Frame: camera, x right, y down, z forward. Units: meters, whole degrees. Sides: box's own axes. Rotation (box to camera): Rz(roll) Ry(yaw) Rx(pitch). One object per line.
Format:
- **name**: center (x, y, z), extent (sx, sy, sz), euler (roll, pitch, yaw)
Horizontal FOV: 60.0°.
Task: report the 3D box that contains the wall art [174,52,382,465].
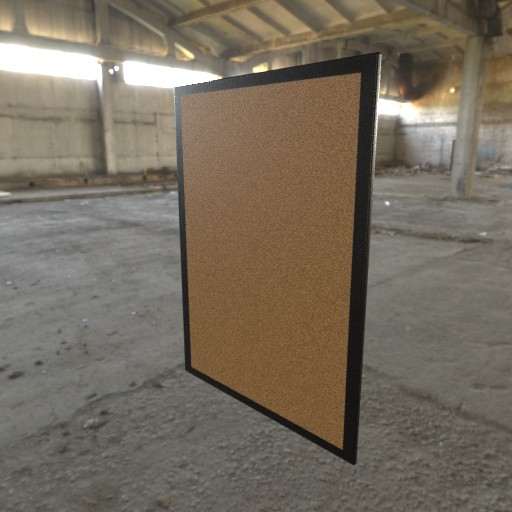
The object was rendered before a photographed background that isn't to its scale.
- **wall art**: center (0.000, 0.000, 1.253), extent (0.707, 0.967, 0.013), euler (13, 18, 43)
